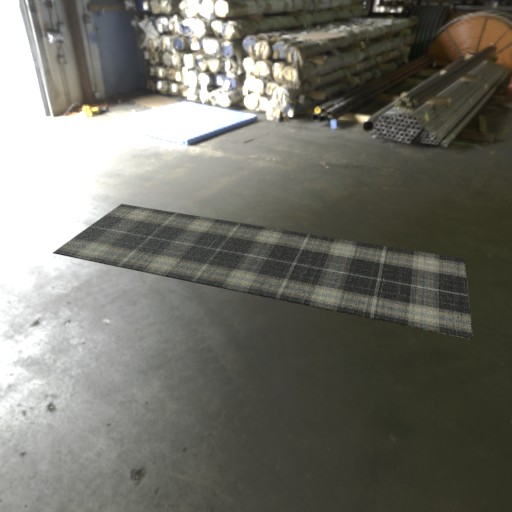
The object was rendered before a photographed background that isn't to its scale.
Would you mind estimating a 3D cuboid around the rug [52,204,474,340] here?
[{"bbox_3d":[0.000,0.000,2.733,2.434,0.012,0.760,10,33,16],"label":"rug"}]
